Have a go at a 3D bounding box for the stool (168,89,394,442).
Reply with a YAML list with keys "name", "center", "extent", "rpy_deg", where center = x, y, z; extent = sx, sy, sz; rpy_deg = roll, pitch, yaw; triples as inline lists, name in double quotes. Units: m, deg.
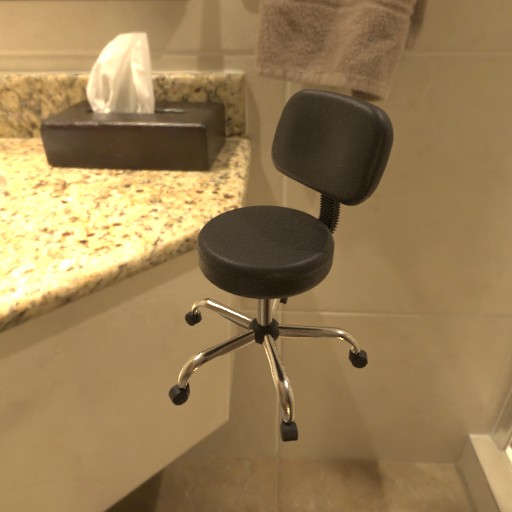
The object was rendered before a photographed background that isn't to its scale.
- name: "stool"
  center: [0.000, 0.000, 1.319]
  extent: [0.648, 0.862, 0.673]
  rpy_deg: [-20, 37, -29]
